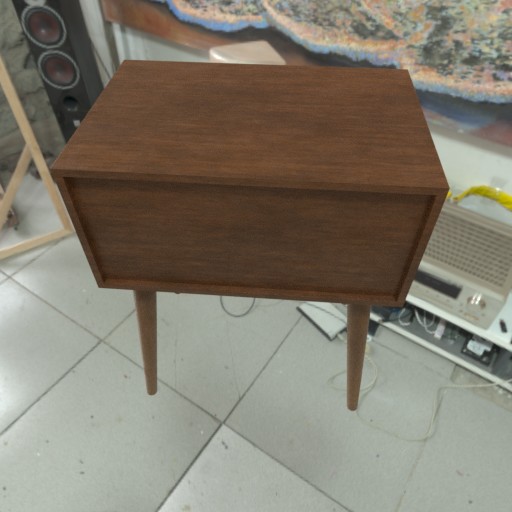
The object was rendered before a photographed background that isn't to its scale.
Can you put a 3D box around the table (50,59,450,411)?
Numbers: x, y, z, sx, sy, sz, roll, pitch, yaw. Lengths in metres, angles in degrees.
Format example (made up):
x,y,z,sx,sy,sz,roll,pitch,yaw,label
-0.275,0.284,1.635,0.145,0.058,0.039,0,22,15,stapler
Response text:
x,y,z,sx,sy,sz,roll,pitch,yaw,label
0.000,0.000,0.817,0.454,0.580,0.307,3,47,3,table
